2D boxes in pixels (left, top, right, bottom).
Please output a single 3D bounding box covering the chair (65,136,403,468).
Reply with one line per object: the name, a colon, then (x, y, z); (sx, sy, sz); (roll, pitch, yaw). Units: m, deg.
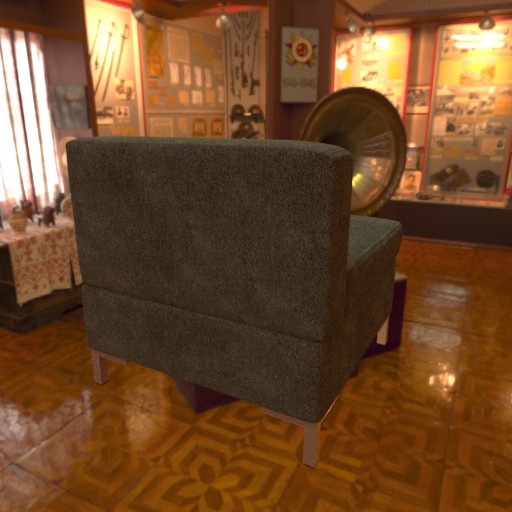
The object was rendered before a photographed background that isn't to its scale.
chair: (0.000, 0.000, 1.243); (0.680, 0.660, 0.680); (9, 19, 28)
